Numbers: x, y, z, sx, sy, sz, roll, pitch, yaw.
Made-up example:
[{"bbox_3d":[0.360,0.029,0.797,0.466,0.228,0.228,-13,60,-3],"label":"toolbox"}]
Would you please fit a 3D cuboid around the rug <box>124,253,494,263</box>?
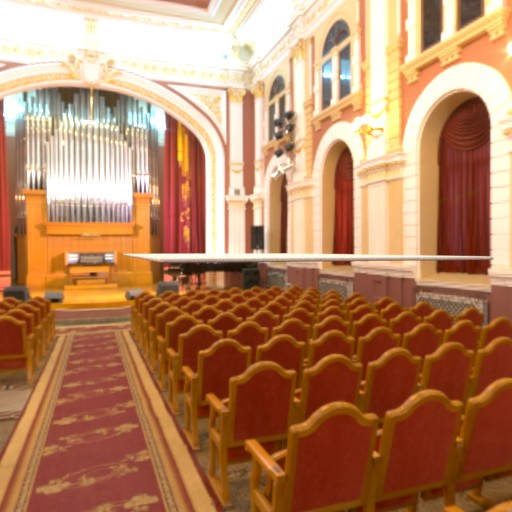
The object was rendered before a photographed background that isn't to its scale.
[{"bbox_3d":[0.000,0.000,2.290,1.219,0.013,1.829,0,1,-20],"label":"rug"}]
